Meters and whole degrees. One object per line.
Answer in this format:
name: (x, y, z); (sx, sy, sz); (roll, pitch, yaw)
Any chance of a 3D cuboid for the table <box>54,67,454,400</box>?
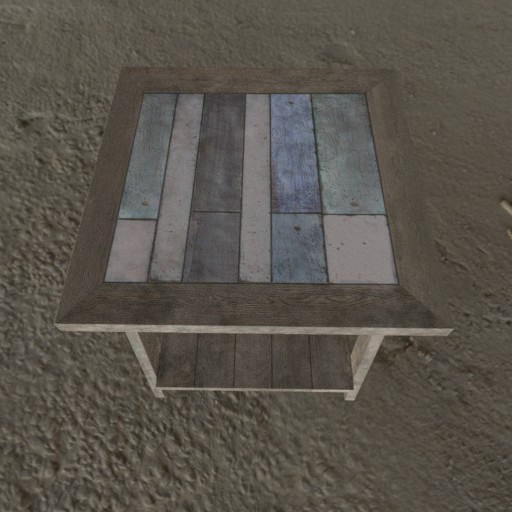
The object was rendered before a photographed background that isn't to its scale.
table: (0.000, 0.000, 1.091); (0.610, 0.610, 0.610); (1, 59, 0)
